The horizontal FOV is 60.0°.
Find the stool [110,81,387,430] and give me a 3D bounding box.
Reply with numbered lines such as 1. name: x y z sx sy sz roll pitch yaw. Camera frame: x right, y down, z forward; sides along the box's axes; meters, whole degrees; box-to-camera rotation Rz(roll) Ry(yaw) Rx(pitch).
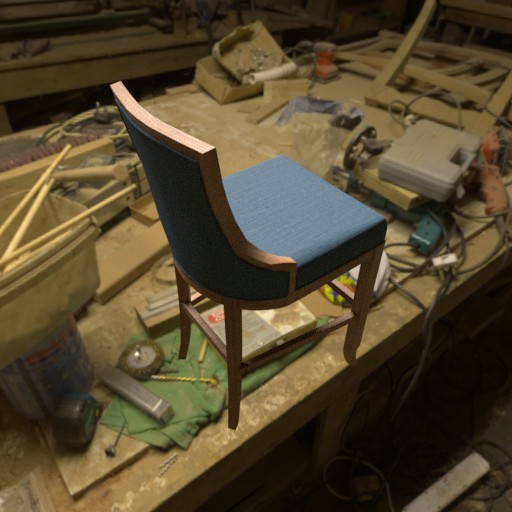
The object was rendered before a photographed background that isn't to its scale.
1. stool: 0.000 0.000 1.433 0.626 1.101 0.524 -26 47 -27
